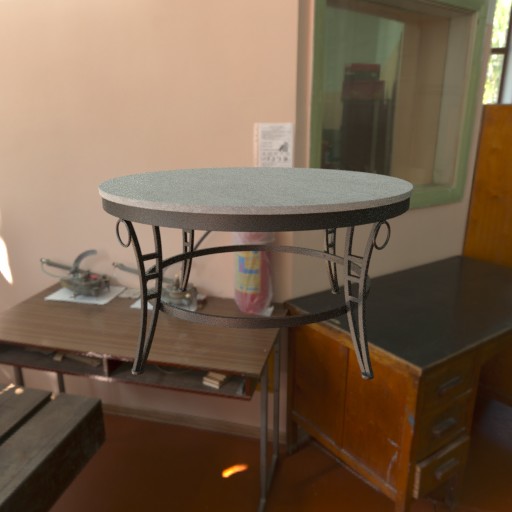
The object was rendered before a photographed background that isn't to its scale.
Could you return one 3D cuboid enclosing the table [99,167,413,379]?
[{"bbox_3d":[0.000,0.000,1.388,0.889,0.470,0.889,0,16,0],"label":"table"}]
